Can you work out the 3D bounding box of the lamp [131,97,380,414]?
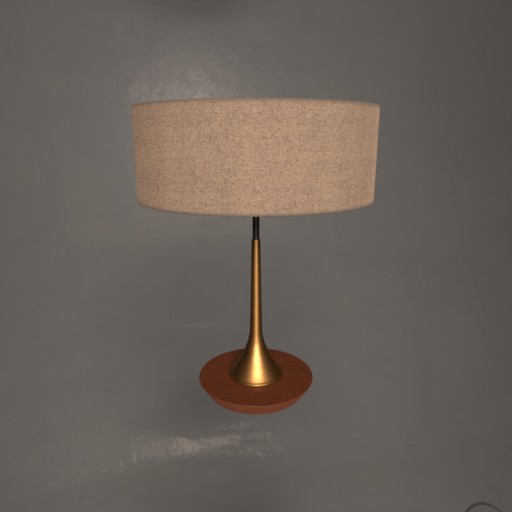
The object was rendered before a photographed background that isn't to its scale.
[{"bbox_3d":[0.000,0.000,0.835,0.417,0.551,0.396,-2,15,-7],"label":"lamp"}]
